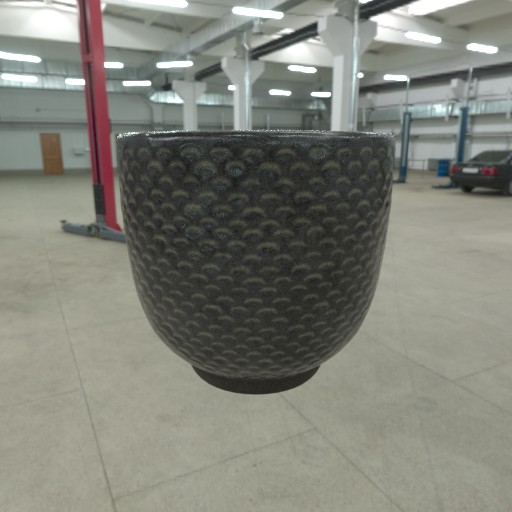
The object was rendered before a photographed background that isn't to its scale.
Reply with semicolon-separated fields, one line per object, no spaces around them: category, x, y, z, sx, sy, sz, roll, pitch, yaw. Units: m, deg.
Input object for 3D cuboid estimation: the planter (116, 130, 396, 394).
planter;0.000;0.000;0.302;0.172;0.160;0.172;0;14;0
